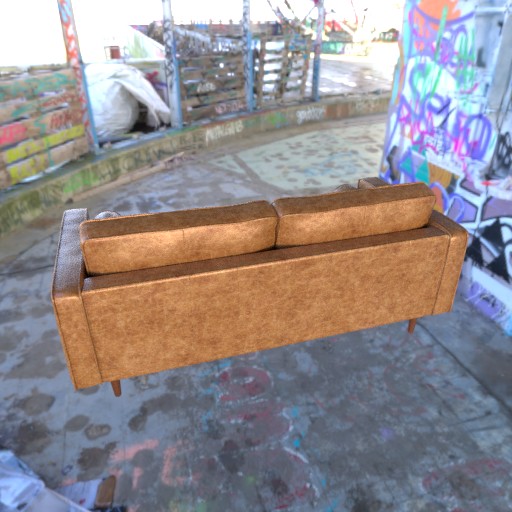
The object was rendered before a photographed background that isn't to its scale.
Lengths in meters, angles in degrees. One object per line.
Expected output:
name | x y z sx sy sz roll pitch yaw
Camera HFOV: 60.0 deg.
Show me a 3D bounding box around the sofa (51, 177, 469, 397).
sofa | 0.000 0.000 2.365 1.920 0.825 0.924 -9 30 -15
